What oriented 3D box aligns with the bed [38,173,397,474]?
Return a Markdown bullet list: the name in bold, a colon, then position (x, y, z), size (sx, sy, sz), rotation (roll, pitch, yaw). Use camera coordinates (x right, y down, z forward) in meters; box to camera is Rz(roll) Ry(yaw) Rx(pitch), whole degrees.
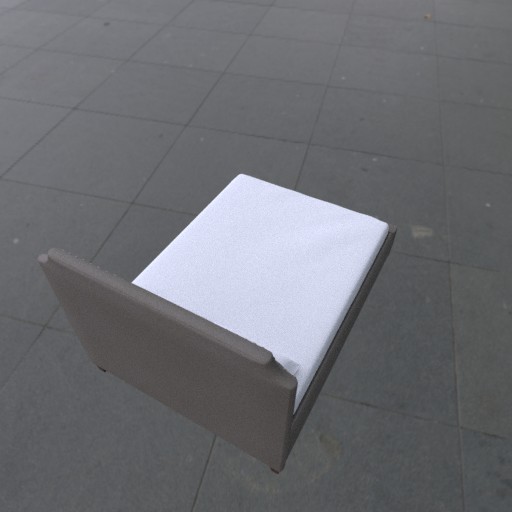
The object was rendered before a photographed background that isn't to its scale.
- **bed**: position (0.000, 0.000, 3.470), size (1.712, 1.443, 2.372), rotation (22, 50, 20)
